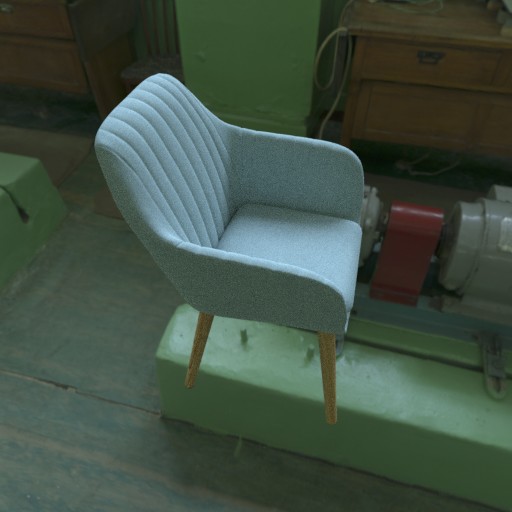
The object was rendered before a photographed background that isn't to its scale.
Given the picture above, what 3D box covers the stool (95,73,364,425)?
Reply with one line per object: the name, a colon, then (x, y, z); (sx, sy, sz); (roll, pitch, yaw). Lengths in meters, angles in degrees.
stool: (0.000, 0.000, 1.196); (0.590, 0.830, 0.503); (10, 46, 10)
